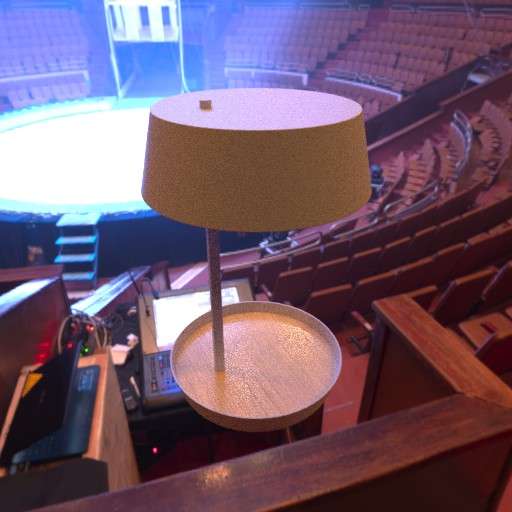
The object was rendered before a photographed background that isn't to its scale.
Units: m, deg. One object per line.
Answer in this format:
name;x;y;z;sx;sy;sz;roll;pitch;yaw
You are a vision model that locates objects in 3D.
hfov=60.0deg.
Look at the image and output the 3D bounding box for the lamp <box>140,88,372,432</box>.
lamp;0.000;0.000;0.624;0.291;0.429;0.291;0;29;0
